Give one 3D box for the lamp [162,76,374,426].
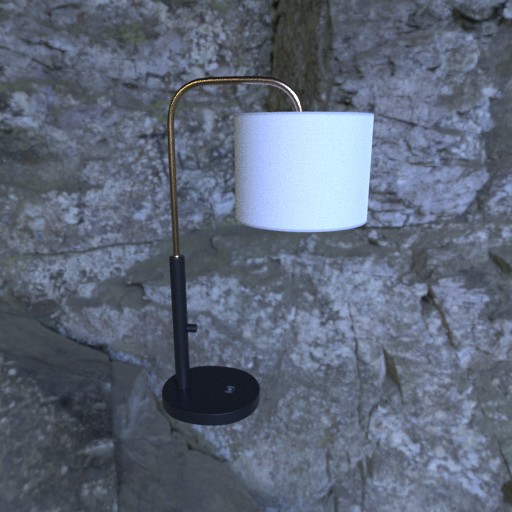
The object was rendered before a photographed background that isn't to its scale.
[{"bbox_3d":[0.000,0.000,0.713,0.337,0.540,0.199,3,16,9],"label":"lamp"}]
